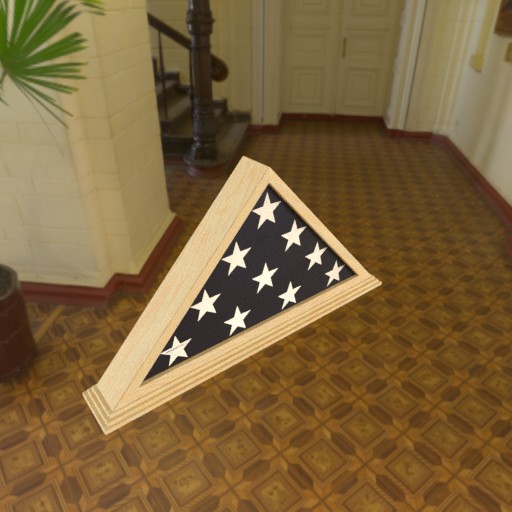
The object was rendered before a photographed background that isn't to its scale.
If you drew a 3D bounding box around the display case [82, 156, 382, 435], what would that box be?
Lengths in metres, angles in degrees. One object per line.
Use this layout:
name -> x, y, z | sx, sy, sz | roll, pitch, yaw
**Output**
display case -> 0.000, 0.000, 0.770 | 0.640, 0.340, 0.095 | -22, 37, -32
